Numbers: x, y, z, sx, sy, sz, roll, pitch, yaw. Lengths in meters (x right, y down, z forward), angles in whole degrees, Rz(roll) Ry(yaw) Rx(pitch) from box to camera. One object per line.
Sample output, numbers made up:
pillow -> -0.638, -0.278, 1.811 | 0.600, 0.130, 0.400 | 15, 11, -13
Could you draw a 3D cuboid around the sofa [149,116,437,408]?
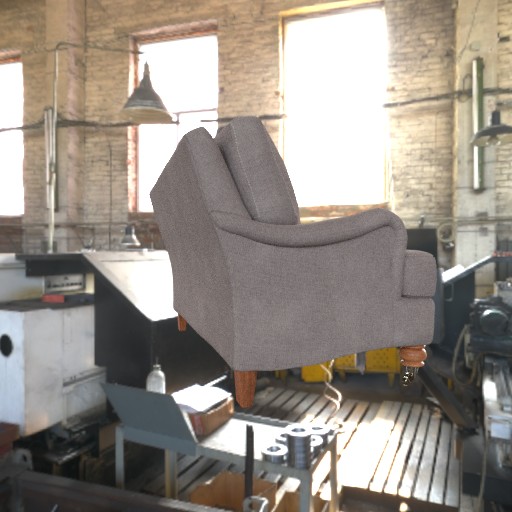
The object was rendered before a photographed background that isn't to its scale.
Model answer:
sofa -> 0.000, 0.000, 2.554 | 1.084, 1.101, 1.853 | 0, 1, -18
